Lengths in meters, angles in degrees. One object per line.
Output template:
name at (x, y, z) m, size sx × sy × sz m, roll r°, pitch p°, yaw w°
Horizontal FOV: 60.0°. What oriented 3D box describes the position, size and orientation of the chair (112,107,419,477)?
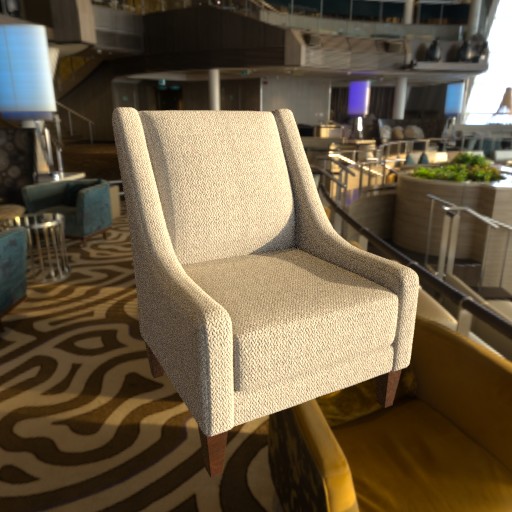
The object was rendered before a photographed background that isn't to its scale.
chair at (0.000, 0.000, 1.585) m, size 0.774 × 1.014 × 0.870 m, roll -9°, pitch 20°, yaw -27°
